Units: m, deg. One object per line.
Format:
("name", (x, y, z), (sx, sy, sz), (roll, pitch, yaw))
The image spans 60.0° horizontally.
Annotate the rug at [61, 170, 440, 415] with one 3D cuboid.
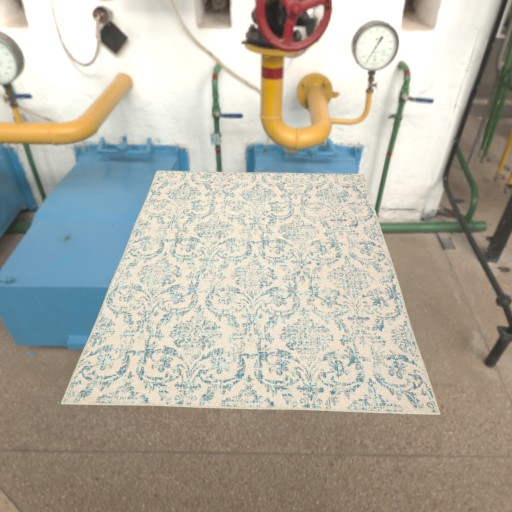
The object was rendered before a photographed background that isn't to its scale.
("rug", (0.000, 0.000, 3.899), (2.363, 0.012, 2.980), (1, 40, 1))
